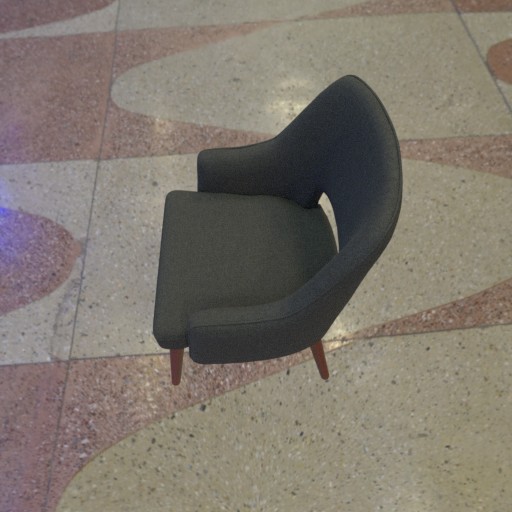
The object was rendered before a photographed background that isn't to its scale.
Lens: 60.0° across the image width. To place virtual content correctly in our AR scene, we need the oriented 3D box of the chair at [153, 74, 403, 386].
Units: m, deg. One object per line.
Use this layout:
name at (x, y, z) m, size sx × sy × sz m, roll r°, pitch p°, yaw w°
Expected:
chair at (0.000, 0.000, 1.197) m, size 0.560 × 0.838 × 0.559 m, roll -1°, pitch 59°, yaw -1°
